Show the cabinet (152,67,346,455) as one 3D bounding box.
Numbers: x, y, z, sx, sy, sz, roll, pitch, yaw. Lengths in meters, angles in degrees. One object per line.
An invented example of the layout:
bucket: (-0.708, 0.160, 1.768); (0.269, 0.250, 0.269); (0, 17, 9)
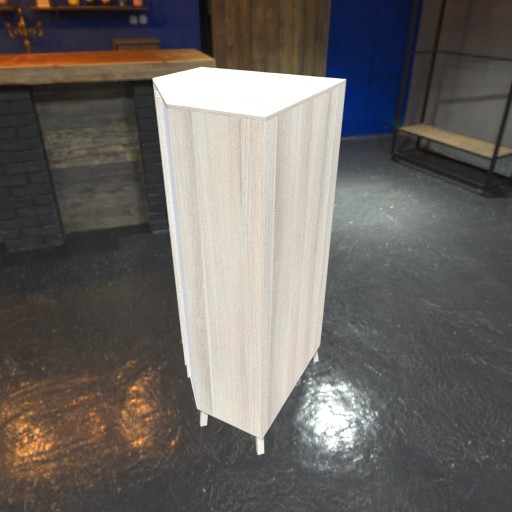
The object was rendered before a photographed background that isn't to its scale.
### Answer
cabinet: (0.000, 0.000, 2.669); (0.969, 1.957, 1.272); (-9, 32, -14)
